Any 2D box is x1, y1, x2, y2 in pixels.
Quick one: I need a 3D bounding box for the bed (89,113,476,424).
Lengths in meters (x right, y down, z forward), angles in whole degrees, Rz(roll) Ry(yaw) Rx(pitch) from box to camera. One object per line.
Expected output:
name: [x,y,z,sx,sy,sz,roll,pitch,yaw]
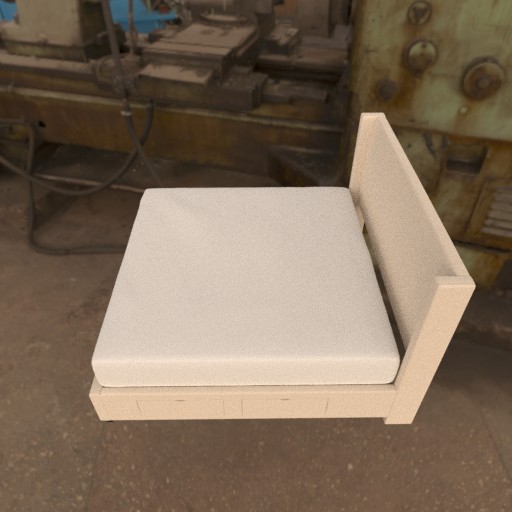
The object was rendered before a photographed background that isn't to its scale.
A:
bed: [0.000,0.000,3.584,2.293,1.471,2.145,0,42,-1]
